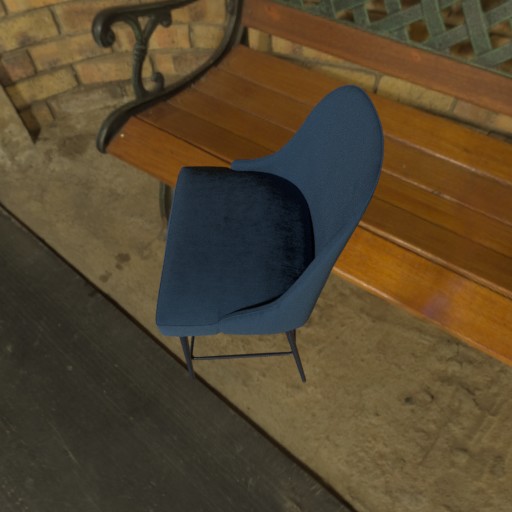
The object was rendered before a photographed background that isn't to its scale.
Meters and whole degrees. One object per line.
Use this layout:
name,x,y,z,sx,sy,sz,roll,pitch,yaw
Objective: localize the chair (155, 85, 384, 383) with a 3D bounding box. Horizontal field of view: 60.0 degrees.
chair,0.000,0.000,1.248,0.489,0.927,0.526,1,58,1
